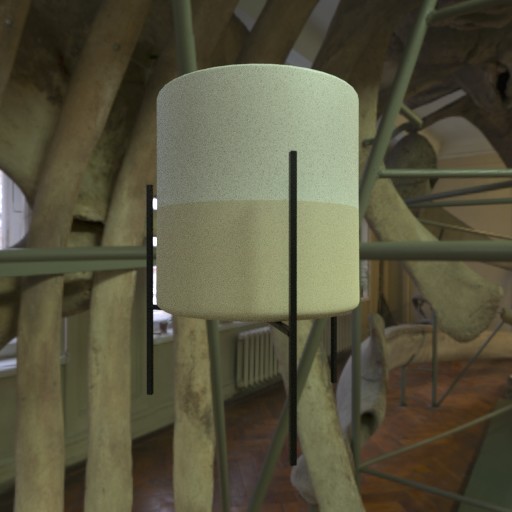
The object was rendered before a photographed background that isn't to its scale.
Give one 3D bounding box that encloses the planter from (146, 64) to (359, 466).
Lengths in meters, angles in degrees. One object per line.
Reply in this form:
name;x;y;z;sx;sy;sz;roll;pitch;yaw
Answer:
planter;0.000;0.000;0.550;0.263;0.362;0.267;0;1;36
